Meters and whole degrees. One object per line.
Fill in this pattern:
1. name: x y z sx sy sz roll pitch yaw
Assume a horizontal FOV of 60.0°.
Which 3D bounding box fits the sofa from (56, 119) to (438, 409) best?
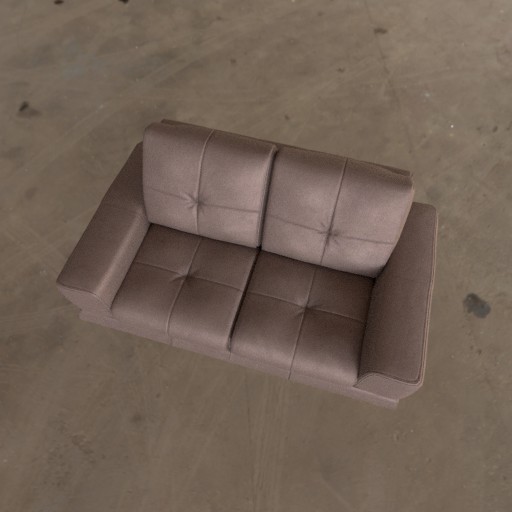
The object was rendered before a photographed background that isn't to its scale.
1. sofa: 0.000 0.000 2.335 1.806 0.907 1.018 14 61 8
